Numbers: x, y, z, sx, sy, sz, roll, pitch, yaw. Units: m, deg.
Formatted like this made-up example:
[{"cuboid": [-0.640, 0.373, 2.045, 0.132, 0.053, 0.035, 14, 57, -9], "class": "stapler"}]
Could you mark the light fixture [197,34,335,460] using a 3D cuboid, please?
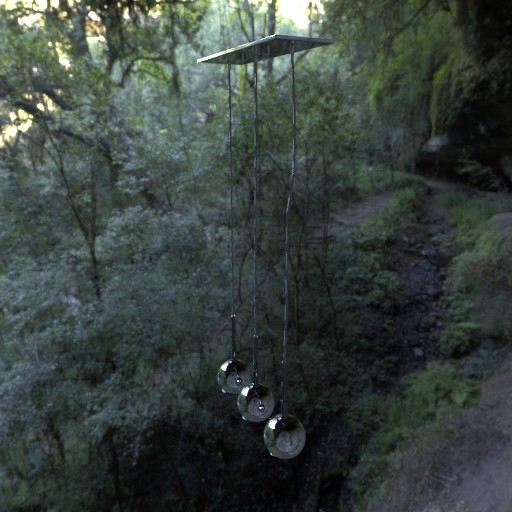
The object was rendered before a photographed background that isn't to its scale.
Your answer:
[{"cuboid": [0.000, 0.000, 1.665, 0.188, 1.408, 0.623, -9, 19, -26], "class": "light fixture"}]
